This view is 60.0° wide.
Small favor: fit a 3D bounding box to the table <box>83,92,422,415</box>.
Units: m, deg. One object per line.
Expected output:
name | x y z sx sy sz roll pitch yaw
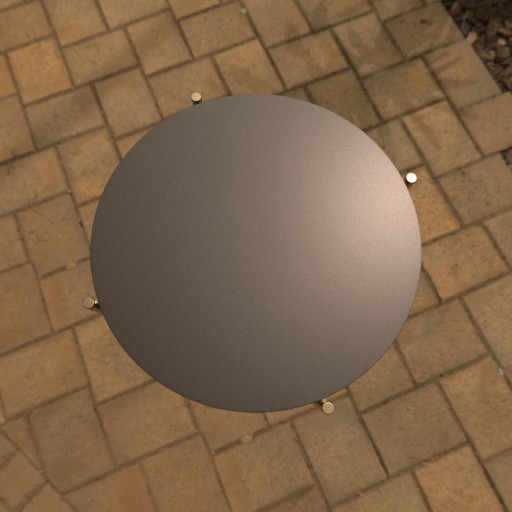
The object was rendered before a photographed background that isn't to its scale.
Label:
table | 0.000 0.000 1.451 0.938 0.400 0.938 37 78 9
